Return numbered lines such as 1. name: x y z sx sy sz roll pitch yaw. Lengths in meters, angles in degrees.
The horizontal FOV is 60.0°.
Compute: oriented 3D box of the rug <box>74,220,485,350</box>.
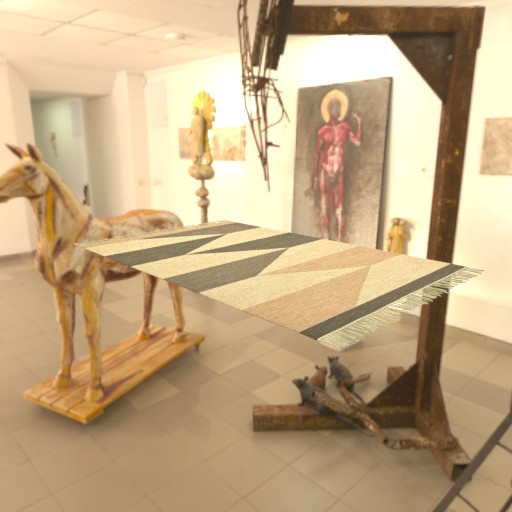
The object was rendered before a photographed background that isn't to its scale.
1. rug: 0.000 0.000 2.476 1.224 0.027 2.021 -14 20 -42
